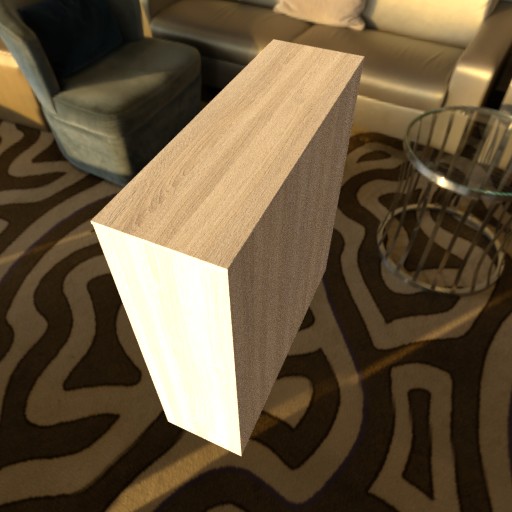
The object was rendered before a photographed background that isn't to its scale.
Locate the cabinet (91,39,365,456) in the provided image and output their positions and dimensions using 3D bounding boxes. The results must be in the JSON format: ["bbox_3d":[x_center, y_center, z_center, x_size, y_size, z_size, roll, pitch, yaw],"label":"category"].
[{"bbox_3d":[0.000,0.000,3.012,0.620,2.060,1.870,19,51,16],"label":"cabinet"}]
